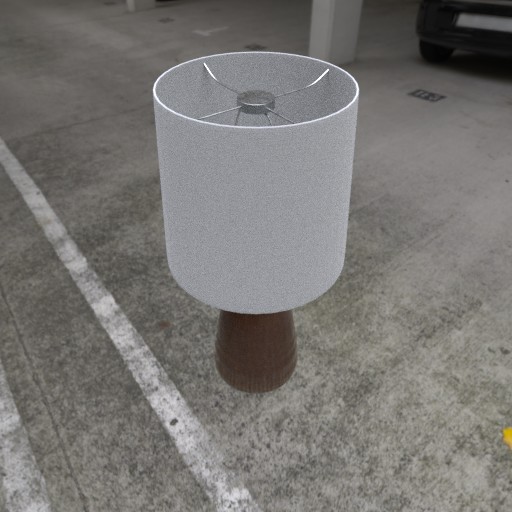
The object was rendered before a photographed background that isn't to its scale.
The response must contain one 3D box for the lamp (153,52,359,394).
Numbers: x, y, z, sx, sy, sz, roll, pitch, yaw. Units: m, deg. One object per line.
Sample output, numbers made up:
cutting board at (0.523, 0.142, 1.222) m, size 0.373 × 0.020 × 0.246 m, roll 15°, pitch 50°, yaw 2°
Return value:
lamp at (0.000, 0.000, 0.478) m, size 0.186 × 0.369 × 0.186 m, roll 0°, pitch 41°, yaw 0°
